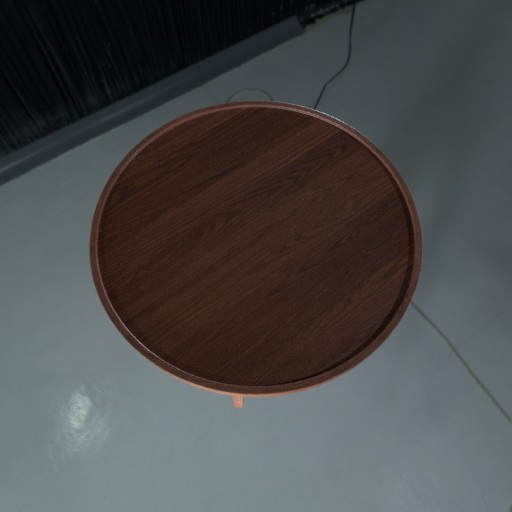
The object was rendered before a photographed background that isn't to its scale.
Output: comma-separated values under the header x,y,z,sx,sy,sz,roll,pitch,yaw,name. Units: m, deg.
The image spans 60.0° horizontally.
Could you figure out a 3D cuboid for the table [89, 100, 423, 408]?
x,y,z,sx,sy,sz,roll,pitch,yaw,name
0.000,0.000,1.237,0.800,0.360,0.800,0,64,0,table
